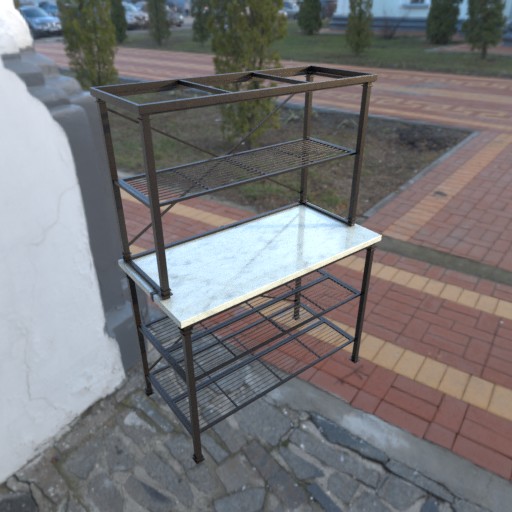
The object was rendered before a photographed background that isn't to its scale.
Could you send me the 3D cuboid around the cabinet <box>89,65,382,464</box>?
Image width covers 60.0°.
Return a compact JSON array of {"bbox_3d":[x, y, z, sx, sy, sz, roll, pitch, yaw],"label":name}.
[{"bbox_3d":[0.000,0.000,2.251,1.210,1.659,0.610,-21,36,-32],"label":"cabinet"}]
